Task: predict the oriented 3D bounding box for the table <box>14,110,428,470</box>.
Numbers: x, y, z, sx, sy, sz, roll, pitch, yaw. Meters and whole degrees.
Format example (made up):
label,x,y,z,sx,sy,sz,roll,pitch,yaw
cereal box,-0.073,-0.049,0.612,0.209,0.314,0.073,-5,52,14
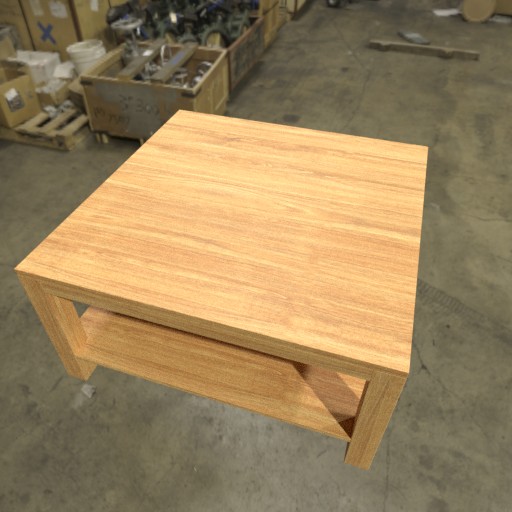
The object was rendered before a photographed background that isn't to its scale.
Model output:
label,x,y,z,sx,sy,sz,roll,pitch,yaw
table,0.000,0.000,1.402,0.900,0.450,0.900,13,44,13
